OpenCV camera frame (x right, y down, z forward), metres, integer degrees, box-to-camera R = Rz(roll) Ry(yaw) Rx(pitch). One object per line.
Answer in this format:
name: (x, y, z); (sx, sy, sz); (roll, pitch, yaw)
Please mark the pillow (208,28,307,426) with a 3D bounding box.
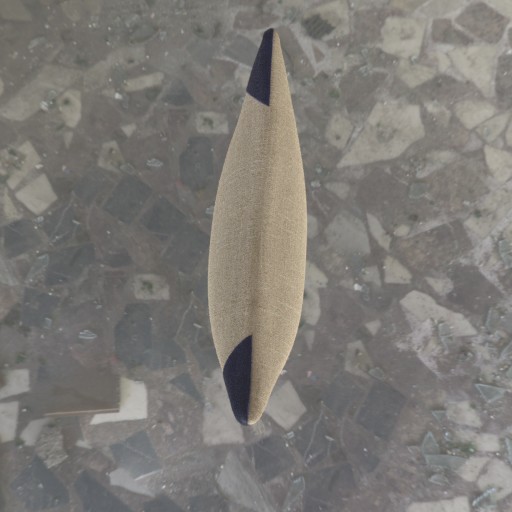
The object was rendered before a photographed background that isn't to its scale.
pillow: (0.000, 0.000, 0.671); (0.147, 0.441, 0.440); (2, 77, 1)
